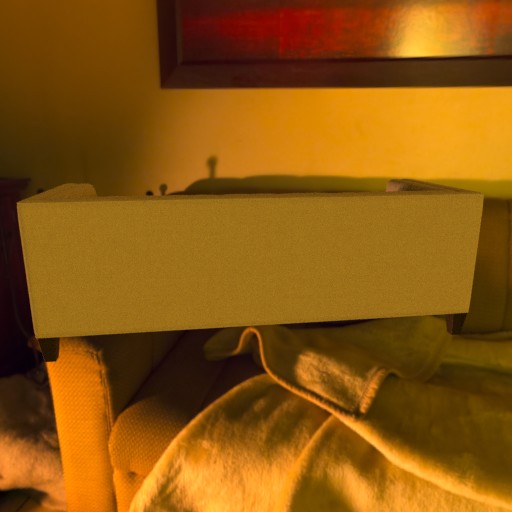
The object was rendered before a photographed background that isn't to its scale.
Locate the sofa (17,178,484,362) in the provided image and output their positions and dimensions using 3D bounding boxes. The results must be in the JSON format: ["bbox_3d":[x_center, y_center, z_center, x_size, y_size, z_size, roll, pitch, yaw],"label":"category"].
[{"bbox_3d":[0.000,0.000,2.476,2.159,0.762,0.775,-2,15,-8],"label":"sofa"}]
